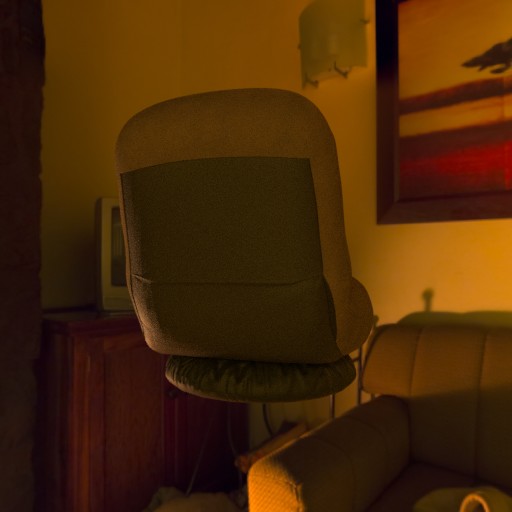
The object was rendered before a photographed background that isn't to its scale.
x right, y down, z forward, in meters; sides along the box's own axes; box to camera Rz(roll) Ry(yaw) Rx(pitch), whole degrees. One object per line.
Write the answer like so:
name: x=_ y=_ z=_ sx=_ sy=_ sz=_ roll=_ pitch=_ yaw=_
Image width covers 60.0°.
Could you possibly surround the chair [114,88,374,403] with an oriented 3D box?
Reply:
chair: x=0.000 y=0.000 z=1.038 sx=0.521 sy=0.594 sz=0.597 roll=-1 pitch=-2 yaw=18
